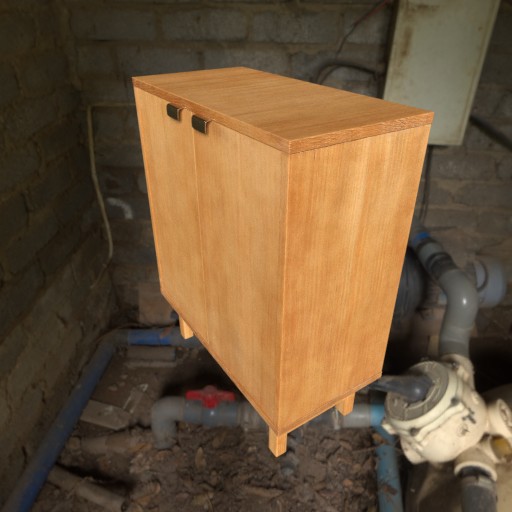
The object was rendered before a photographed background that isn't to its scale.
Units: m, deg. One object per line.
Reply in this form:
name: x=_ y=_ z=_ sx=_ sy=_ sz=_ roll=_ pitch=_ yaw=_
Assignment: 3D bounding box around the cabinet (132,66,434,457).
cabinet: x=0.000 y=0.000 z=1.416 sx=0.419 sy=1.001 sz=0.800 roll=-19 pitch=36 yaw=-28
